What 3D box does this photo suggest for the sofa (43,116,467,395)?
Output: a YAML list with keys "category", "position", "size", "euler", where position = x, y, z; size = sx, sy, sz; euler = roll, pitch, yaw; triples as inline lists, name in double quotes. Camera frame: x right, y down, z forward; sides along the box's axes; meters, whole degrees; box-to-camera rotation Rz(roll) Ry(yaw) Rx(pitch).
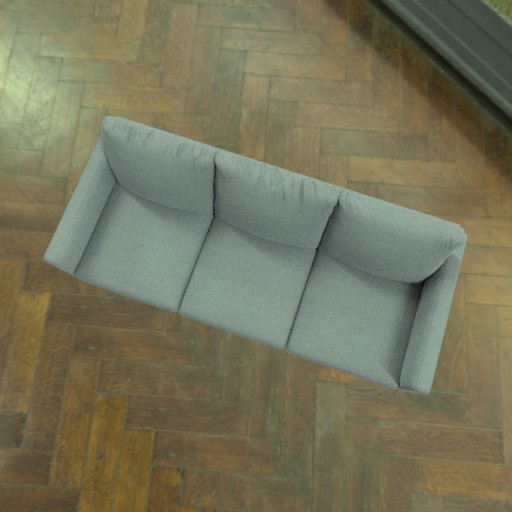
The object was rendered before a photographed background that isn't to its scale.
- category: "sofa"
  position: [0.000, 0.000, 2.381]
  size: [2.000, 0.830, 0.850]
  euler: [19, 77, 4]
